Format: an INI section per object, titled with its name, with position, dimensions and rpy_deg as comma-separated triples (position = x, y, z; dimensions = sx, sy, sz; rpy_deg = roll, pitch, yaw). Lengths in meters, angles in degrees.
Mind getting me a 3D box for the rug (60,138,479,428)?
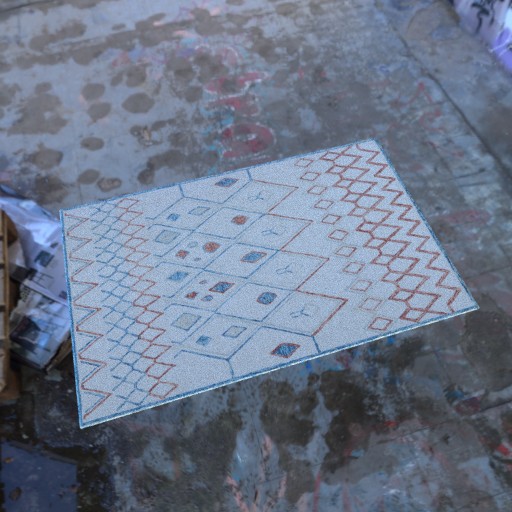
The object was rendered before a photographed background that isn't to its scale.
[rug]
position = 0.000, 0.000, 2.939
dimensions = 2.438, 0.015, 1.524
rpy_deg = -15, 60, -8
